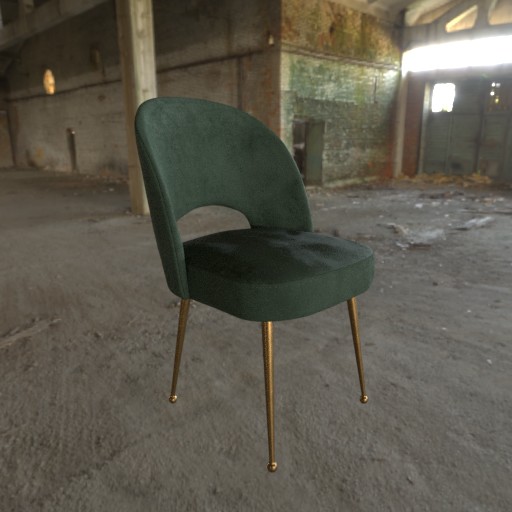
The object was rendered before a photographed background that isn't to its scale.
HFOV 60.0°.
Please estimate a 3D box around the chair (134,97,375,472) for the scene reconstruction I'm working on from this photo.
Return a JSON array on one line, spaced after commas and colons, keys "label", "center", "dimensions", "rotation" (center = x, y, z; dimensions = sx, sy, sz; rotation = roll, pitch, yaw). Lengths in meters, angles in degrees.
[{"label": "chair", "center": [0.000, 0.000, 1.219], "dimensions": [0.577, 0.860, 0.527], "rotation": [14, 20, 43]}]
